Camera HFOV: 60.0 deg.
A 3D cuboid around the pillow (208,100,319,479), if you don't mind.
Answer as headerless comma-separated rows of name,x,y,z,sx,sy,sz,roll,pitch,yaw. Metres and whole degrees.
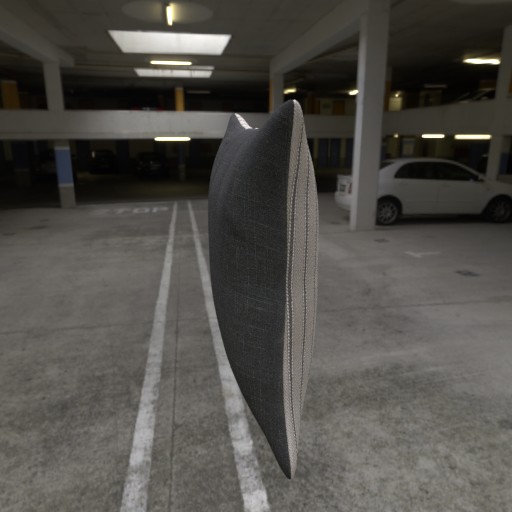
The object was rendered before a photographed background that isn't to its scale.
pillow,0.000,0.000,0.696,0.138,0.444,0.468,-3,16,-9
